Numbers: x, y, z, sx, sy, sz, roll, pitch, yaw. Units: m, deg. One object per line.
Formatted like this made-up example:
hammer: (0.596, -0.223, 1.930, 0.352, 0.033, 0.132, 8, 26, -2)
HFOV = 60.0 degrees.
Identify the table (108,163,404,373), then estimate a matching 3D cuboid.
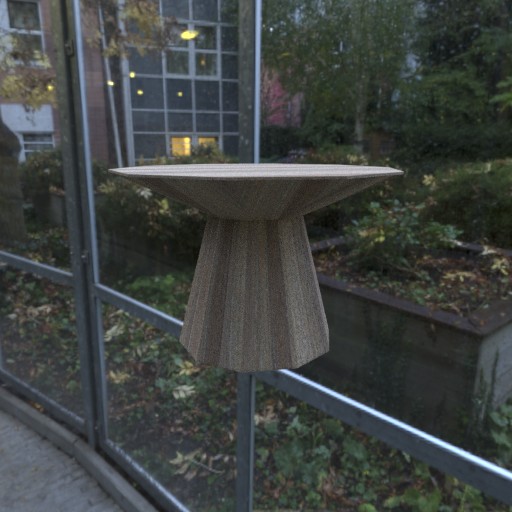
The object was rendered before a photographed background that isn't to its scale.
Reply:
table: (0.000, 0.000, 1.937, 1.186, 0.752, 1.186, 0, 14, 0)
